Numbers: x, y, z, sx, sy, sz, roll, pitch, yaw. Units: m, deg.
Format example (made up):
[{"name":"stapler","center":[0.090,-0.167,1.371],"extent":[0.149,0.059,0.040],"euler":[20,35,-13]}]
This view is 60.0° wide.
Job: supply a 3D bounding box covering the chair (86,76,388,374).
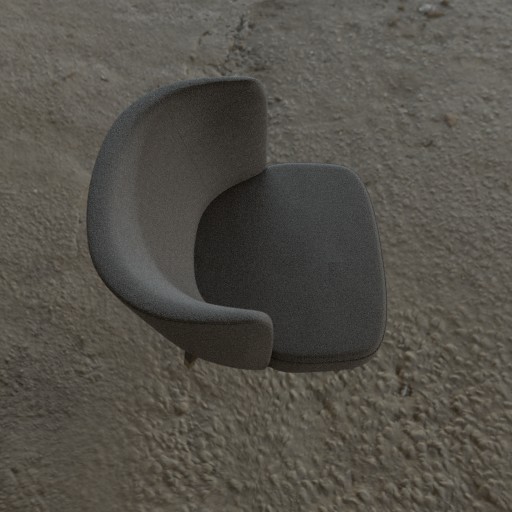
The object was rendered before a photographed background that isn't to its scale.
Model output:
[{"name":"chair","center":[0.000,0.000,1.237],"extent":[0.698,0.695,0.639],"euler":[0,63,0]}]
